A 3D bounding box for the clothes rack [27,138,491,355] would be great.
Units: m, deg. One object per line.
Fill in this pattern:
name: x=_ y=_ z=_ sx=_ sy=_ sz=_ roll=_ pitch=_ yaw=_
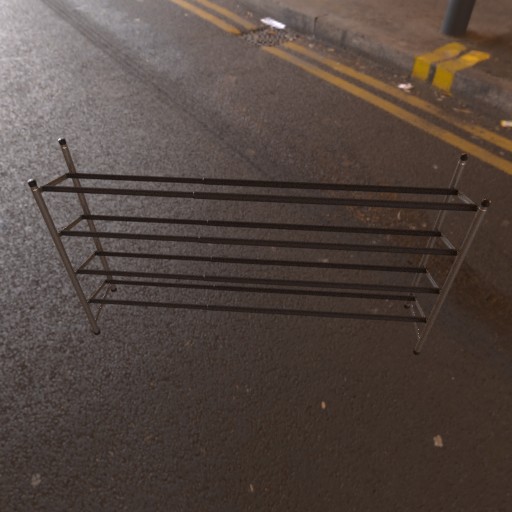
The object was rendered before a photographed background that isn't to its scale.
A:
clothes rack: x=0.000 y=0.000 z=1.421 sx=1.168 sy=0.672 sz=0.229 roll=3 pitch=45 yaw=3
